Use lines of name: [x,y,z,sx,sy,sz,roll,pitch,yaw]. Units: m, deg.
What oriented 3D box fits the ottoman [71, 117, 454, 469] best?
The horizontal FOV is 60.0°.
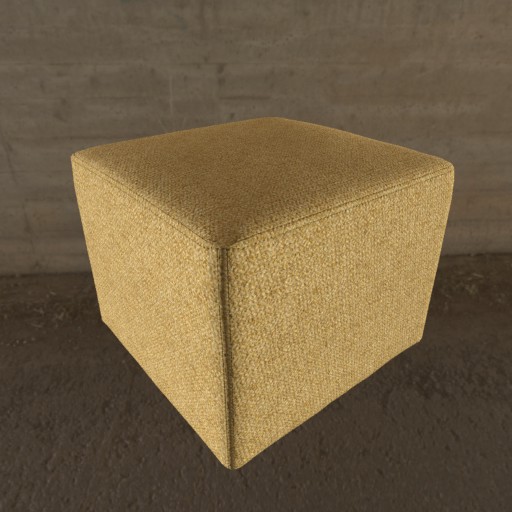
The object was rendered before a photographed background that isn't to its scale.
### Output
ottoman: [0.000,0.000,0.879,0.512,0.441,0.505,-21,36,-33]
